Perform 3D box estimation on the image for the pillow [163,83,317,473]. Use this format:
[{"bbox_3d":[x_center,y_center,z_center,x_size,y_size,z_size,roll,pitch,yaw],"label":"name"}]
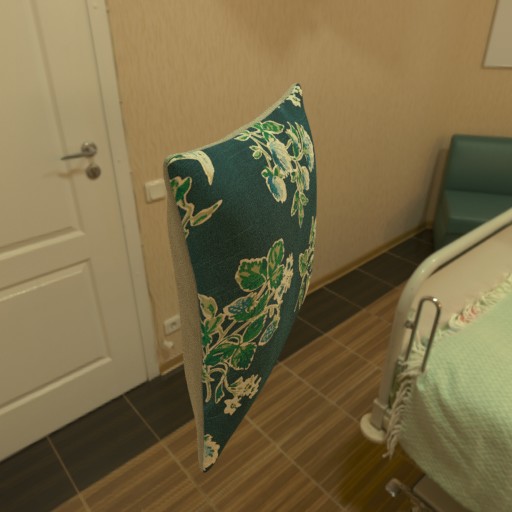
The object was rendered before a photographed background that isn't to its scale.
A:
[{"bbox_3d":[0.000,0.000,0.789,0.166,0.508,0.525,10,31,17],"label":"pillow"}]
